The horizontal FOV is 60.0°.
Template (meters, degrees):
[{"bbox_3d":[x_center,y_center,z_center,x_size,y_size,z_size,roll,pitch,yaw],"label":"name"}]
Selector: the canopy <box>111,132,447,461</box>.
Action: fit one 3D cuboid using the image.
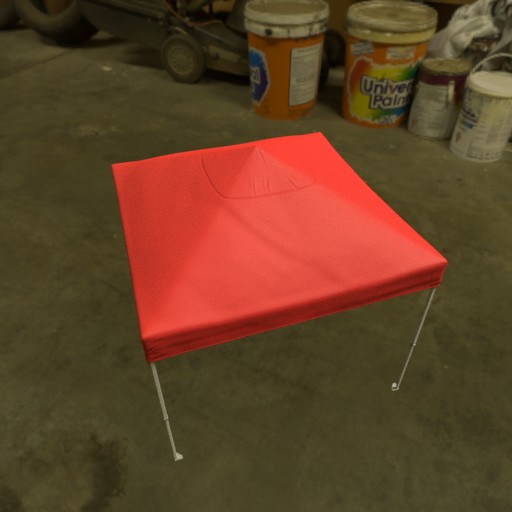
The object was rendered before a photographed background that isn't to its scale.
[{"bbox_3d":[0.000,0.000,5.529,2.996,2.997,2.998,-12,43,-14],"label":"canopy"}]
